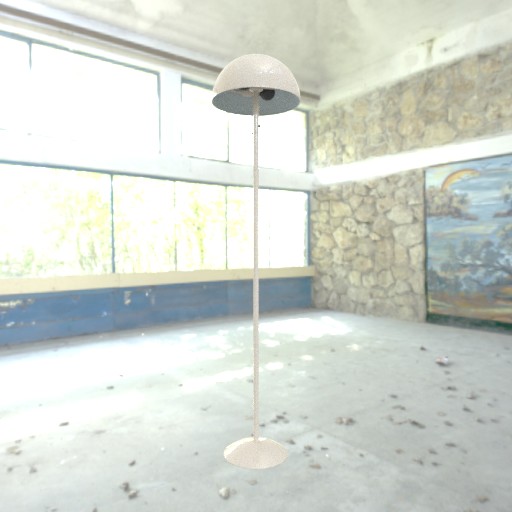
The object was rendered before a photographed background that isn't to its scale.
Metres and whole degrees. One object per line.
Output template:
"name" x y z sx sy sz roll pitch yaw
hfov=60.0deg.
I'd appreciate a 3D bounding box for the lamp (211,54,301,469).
"lamp" 0.000 0.000 1.649 0.328 1.480 0.328 -1 1 -36
